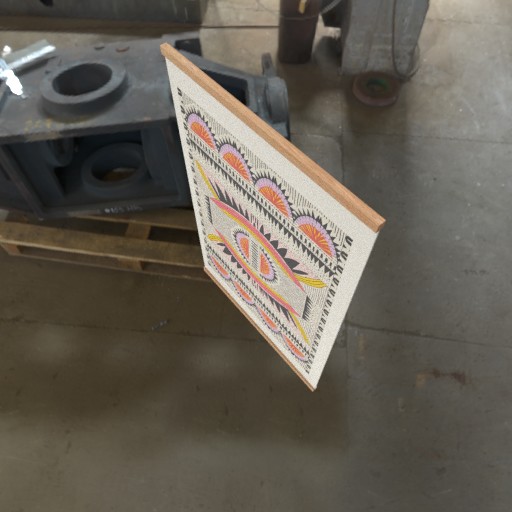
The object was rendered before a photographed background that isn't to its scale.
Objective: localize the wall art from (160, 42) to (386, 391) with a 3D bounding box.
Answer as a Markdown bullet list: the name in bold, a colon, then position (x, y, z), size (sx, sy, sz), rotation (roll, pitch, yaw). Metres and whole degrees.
- **wall art**: position (0.000, 0.000, 1.974), size (0.028, 1.533, 0.999), rotation (-35, 64, -20)
